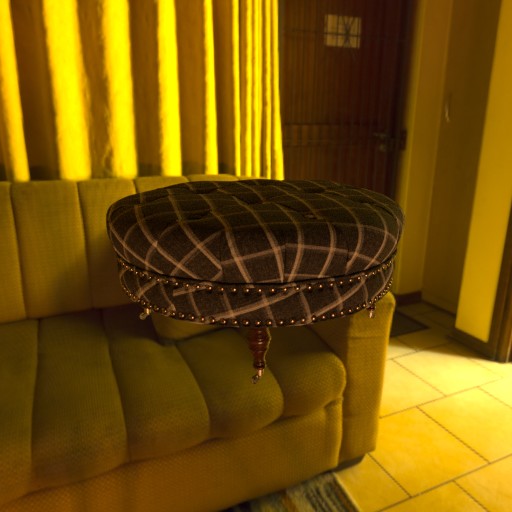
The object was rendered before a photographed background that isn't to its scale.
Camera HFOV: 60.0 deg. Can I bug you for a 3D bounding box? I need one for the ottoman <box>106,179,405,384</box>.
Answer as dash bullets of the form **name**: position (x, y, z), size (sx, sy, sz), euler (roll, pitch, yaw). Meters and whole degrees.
- **ottoman**: position (0.000, 0.000, 1.426), size (0.901, 0.439, 0.901), euler (0, 17, 0)
